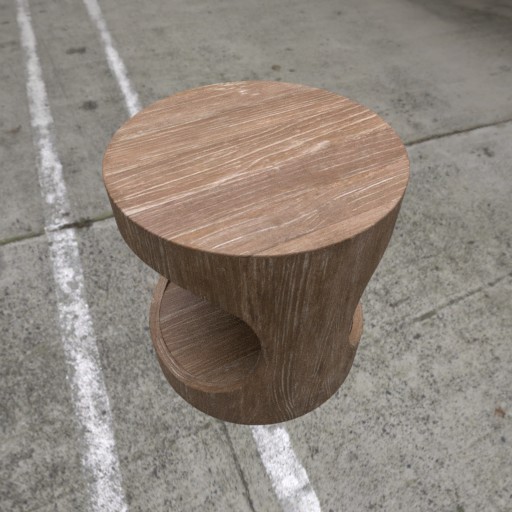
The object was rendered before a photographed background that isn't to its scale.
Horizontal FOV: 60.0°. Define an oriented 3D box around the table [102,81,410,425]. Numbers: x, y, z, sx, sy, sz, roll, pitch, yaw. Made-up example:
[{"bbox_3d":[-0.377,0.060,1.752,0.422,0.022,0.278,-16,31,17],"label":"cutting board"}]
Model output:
[{"bbox_3d":[0.000,0.000,0.978,0.527,0.551,0.527,0,46,0],"label":"table"}]
